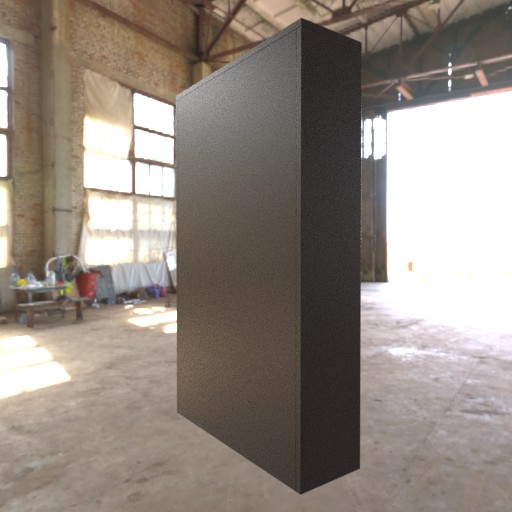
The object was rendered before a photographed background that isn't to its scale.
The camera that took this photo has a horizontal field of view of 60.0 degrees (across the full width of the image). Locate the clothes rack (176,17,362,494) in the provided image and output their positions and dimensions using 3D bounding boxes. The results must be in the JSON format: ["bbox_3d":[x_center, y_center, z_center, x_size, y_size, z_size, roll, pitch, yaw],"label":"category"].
[{"bbox_3d":[0.000,0.000,1.564,0.250,1.280,0.750,-1,1,-36],"label":"clothes rack"}]
